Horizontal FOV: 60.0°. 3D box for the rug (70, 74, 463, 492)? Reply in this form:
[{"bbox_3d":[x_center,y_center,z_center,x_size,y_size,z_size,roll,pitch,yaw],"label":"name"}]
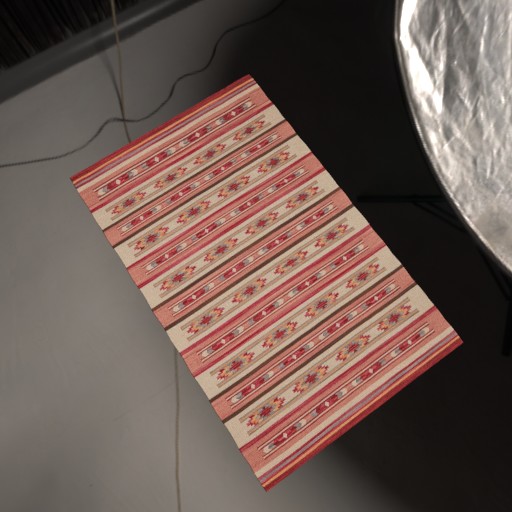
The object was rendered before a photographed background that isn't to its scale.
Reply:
[{"bbox_3d":[0.000,0.000,2.973,1.535,0.010,2.431,-33,77,-9],"label":"rug"}]
